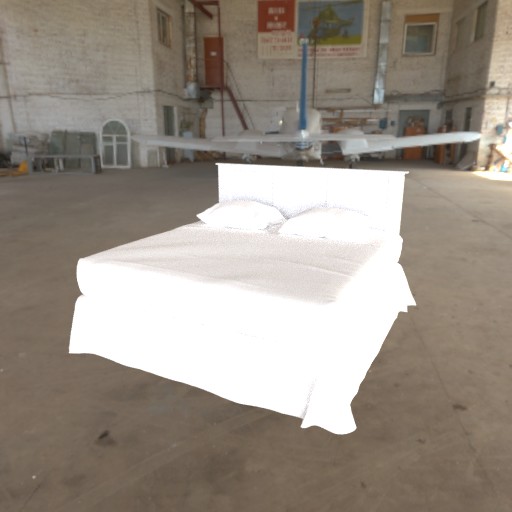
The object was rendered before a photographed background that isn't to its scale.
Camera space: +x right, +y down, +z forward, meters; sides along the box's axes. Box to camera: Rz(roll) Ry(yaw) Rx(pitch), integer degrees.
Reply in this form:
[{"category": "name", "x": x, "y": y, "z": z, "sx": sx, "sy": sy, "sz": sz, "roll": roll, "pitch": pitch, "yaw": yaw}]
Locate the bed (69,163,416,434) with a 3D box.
[{"category": "bed", "x": 0.000, "y": 0.000, "z": 3.637, "sx": 2.317, "sy": 1.273, "sz": 2.215, "roll": 8, "pitch": 18, "yaw": 26}]
